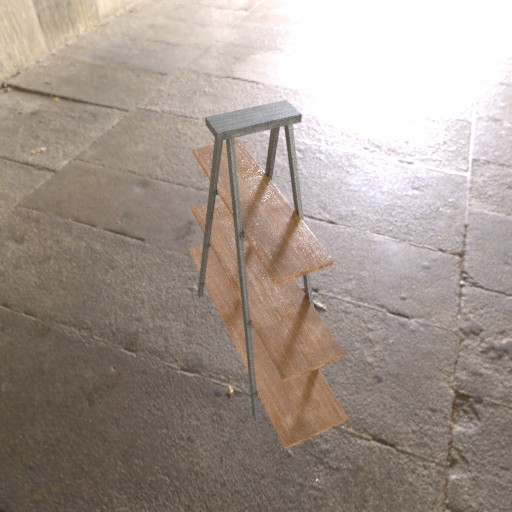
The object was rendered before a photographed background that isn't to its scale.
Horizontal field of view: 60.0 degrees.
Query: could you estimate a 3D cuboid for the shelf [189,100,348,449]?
[{"bbox_3d":[0.000,0.000,2.655,0.508,1.808,1.746,-18,49,-16],"label":"shelf"}]
